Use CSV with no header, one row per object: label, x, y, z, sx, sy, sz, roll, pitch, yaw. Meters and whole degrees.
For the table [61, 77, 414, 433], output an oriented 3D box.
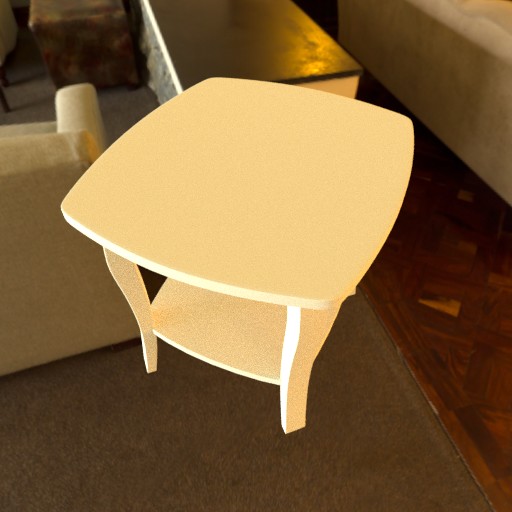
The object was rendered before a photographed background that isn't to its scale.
table,0.000,0.000,0.836,0.451,0.438,0.502,18,49,16
